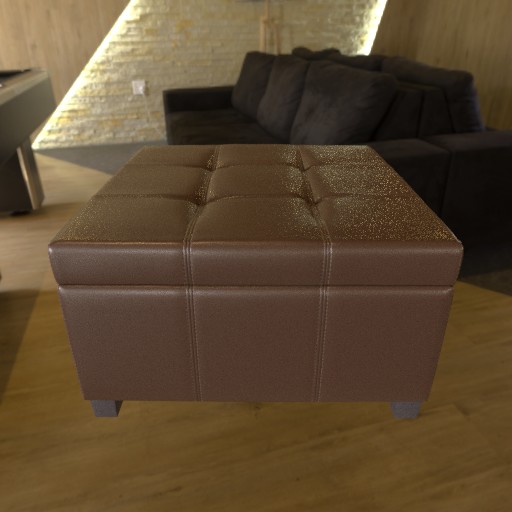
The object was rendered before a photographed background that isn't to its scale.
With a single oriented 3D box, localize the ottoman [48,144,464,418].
[{"bbox_3d":[0.000,0.000,1.252,0.787,0.460,0.788,0,27,0],"label":"ottoman"}]
